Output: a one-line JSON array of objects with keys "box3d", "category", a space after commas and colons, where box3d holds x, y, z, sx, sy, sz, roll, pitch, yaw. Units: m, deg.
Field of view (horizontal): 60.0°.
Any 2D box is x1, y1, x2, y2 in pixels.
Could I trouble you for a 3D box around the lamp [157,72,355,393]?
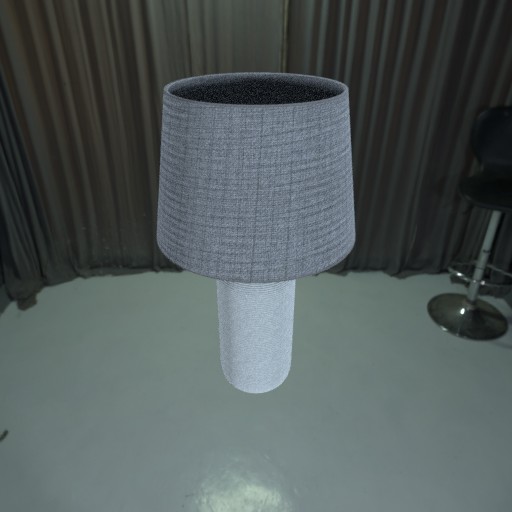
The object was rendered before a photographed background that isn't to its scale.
[{"box3d": [0.000, 0.000, 0.591, 0.251, 0.429, 0.251, 0, 30, 0], "category": "lamp"}]
